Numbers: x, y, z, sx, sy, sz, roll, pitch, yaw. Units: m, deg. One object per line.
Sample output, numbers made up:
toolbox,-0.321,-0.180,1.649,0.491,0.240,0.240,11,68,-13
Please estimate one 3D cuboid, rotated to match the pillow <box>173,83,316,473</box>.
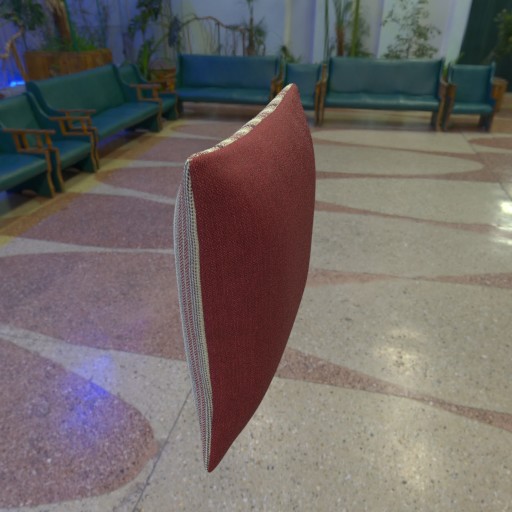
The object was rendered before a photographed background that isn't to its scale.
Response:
pillow,0.000,0.000,0.770,0.166,0.497,0.513,8,31,14
